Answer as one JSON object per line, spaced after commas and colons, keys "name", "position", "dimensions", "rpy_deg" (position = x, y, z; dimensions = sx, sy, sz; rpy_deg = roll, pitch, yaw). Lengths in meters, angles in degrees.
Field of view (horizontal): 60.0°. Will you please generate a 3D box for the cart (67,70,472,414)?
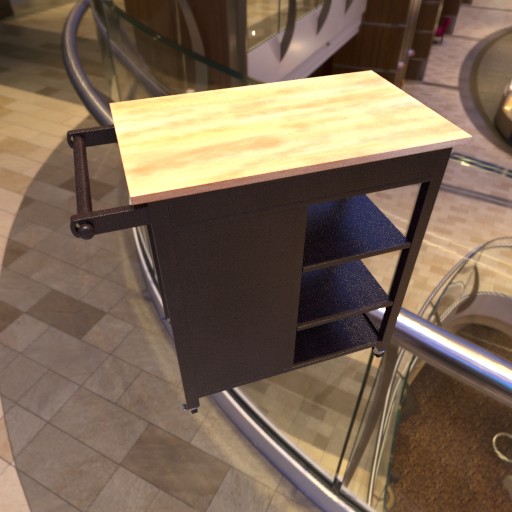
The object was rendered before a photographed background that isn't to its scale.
{"name": "cart", "position": [0.000, 0.000, 1.384], "dimensions": [0.914, 0.878, 0.472], "rpy_deg": [-13, 43, -14]}
